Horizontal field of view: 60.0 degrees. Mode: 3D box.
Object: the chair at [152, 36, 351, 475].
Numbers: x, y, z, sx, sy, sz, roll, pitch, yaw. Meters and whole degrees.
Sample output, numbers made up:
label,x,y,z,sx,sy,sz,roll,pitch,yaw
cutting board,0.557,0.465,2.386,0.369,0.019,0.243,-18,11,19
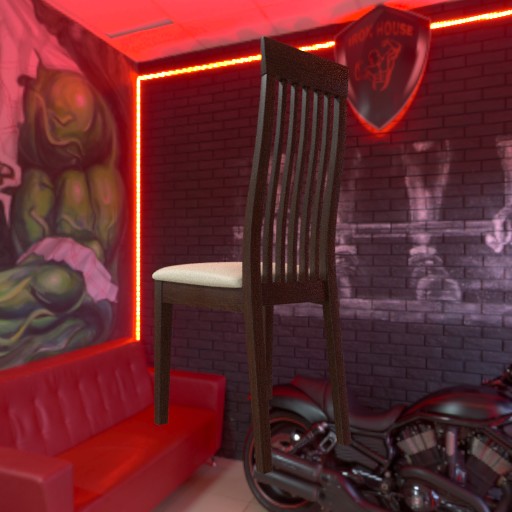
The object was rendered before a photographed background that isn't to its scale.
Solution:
label,x,y,z,sx,sy,sz,roll,pitch,yaw
chair,0.000,0.000,1.308,0.460,1.027,0.474,0,0,-36
